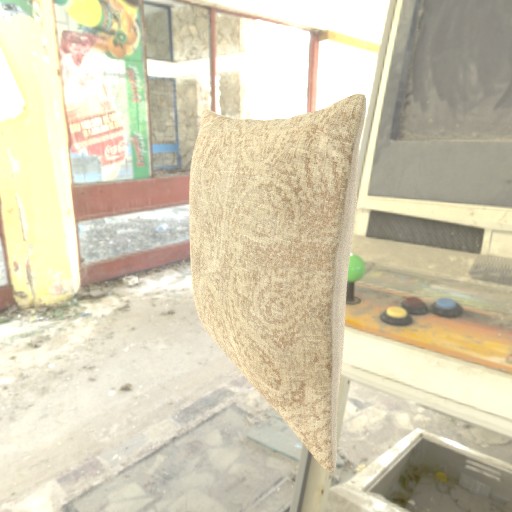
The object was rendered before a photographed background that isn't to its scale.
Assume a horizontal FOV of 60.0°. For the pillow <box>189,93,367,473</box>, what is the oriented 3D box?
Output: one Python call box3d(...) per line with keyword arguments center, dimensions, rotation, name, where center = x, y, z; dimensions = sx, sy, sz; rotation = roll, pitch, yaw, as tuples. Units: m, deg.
box3d(center=(0.000, 0.000, 0.784), dimensions=(0.166, 0.510, 0.523), rotation=(-8, 18, -25), name="pillow")
